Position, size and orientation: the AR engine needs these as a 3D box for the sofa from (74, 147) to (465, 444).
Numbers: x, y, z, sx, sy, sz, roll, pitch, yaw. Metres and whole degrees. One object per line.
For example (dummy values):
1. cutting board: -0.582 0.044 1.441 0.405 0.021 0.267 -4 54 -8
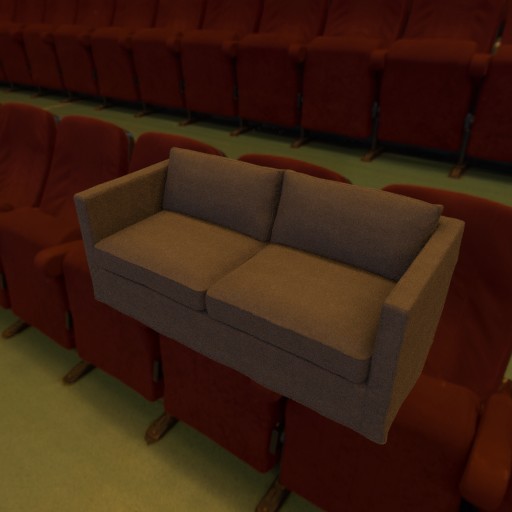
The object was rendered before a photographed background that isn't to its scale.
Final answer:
1. sofa: 0.000 0.000 2.530 1.982 0.855 0.953 19 35 29
